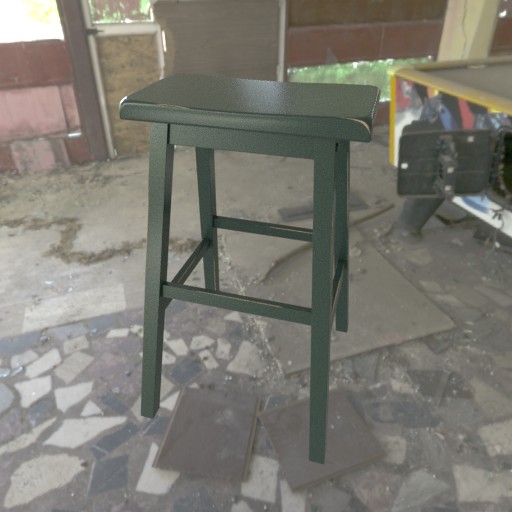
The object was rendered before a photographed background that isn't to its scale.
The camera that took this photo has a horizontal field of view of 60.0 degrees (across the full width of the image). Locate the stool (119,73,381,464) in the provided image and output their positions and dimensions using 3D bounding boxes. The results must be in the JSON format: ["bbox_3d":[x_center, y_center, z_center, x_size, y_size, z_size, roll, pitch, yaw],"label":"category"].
[{"bbox_3d":[0.000,0.000,1.033,0.457,0.737,0.476,9,35,14],"label":"stool"}]
